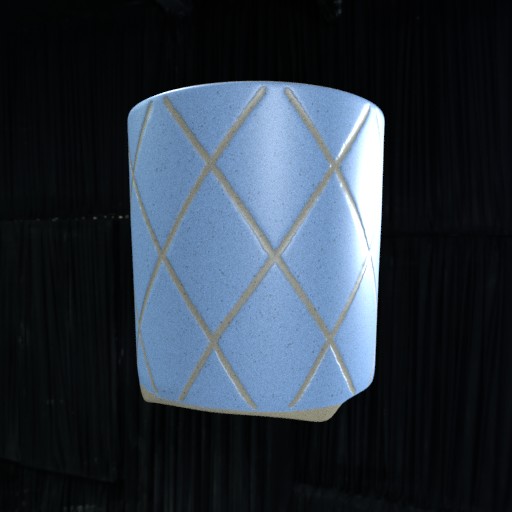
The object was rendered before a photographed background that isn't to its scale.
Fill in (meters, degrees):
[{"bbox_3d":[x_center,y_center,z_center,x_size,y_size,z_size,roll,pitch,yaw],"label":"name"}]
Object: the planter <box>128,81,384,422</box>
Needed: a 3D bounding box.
[{"bbox_3d":[0.000,0.000,0.344,0.191,0.200,0.191,0,1,0],"label":"planter"}]
